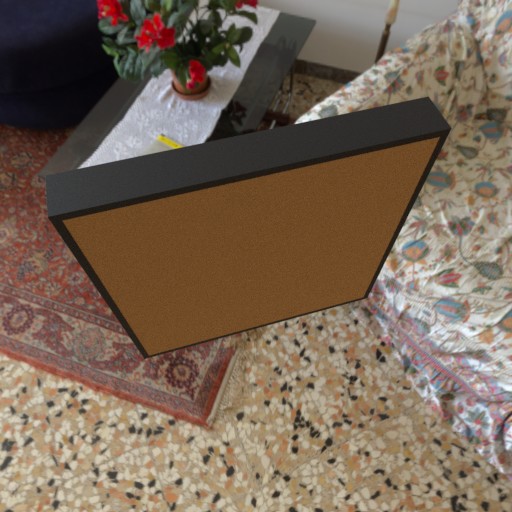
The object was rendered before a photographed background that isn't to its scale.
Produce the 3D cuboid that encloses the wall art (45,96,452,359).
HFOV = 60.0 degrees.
[{"bbox_3d":[0.000,0.000,0.461,0.304,0.304,0.038,-14,60,-8],"label":"wall art"}]
